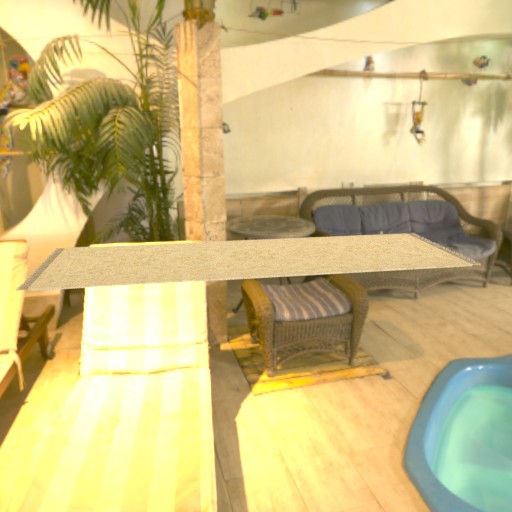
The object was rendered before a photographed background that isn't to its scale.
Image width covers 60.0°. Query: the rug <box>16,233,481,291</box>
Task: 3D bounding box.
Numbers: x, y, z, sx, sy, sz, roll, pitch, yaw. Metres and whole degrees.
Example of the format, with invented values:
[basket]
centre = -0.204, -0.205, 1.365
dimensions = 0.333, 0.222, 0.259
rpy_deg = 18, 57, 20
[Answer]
[rug]
centre = 0.000, 0.000, 2.771
dimensions = 2.544, 0.015, 0.795
rpy_deg = -3, 17, -9
